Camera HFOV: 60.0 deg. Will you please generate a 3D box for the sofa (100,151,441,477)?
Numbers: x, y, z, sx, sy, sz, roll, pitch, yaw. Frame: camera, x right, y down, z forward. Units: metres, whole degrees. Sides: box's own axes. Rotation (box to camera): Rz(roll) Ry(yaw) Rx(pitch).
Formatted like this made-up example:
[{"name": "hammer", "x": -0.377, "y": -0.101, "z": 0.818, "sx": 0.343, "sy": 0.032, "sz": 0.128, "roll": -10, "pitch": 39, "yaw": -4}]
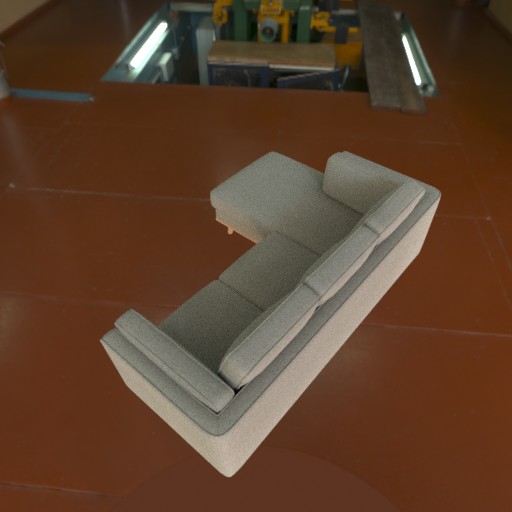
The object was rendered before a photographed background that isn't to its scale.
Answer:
[{"name": "sofa", "x": 0.000, "y": 0.000, "z": 3.144, "sx": 1.604, "sy": 0.929, "sz": 2.411, "roll": 31, "pitch": 53, "yaw": 27}]
